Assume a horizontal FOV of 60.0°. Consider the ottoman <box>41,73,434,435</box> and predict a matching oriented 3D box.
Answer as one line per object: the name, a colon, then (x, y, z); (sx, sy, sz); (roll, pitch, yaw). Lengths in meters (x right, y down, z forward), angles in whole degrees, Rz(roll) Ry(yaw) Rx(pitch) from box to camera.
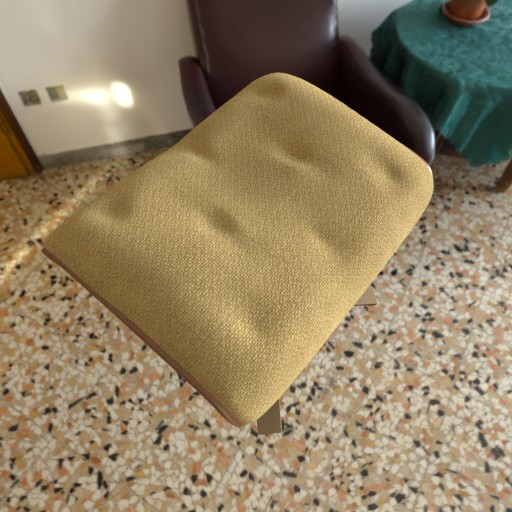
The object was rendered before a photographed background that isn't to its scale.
ottoman: (0.000, 0.000, 0.786); (0.394, 0.391, 0.520); (34, 62, 21)
